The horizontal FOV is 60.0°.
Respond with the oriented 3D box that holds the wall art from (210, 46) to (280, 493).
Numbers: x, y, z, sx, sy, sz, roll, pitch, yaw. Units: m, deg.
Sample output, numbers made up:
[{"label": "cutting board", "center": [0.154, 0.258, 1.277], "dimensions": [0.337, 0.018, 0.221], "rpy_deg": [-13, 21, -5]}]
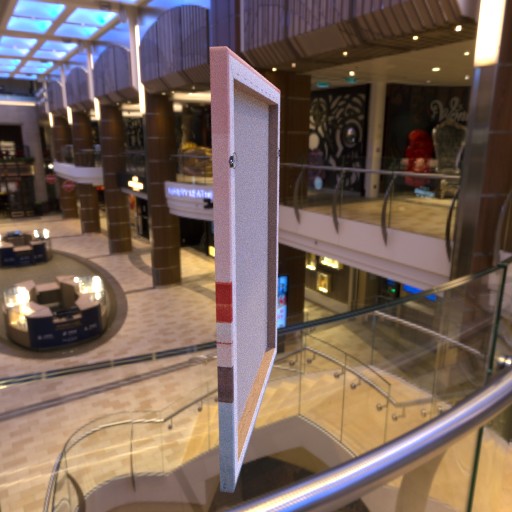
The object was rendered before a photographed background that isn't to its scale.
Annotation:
[{"label": "wall art", "center": [0.000, 0.000, 1.333], "dimensions": [0.039, 1.016, 0.761], "rpy_deg": [3, 15, 10]}]
